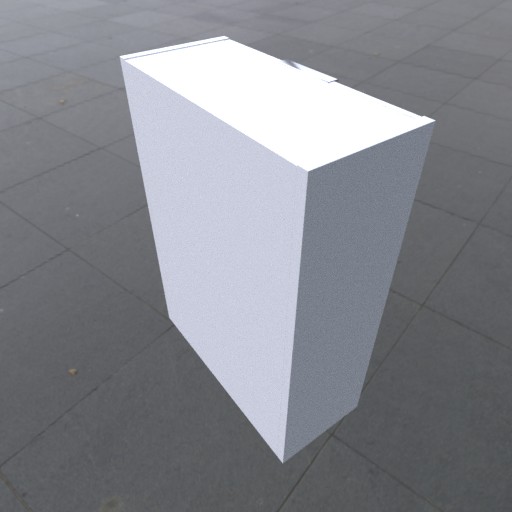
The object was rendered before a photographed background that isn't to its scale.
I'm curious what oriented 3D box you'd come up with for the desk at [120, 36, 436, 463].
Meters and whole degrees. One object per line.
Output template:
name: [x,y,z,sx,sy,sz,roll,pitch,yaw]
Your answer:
desk: [0.000,0.000,1.545,0.390,1.190,0.850,-26,47,-27]
